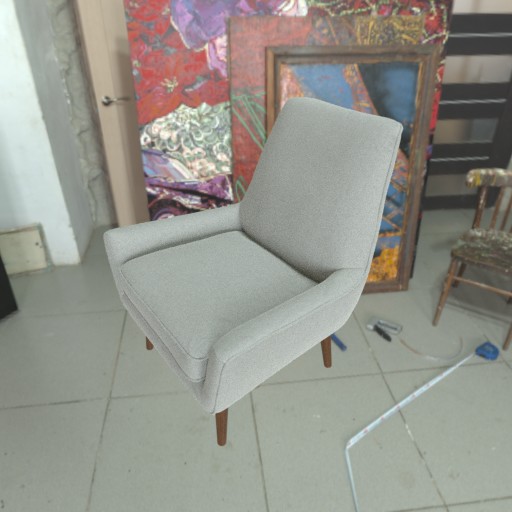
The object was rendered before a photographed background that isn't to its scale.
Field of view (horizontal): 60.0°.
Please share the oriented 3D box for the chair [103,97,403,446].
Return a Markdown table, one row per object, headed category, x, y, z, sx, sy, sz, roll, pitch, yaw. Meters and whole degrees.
| category | x | y | z | sx | sy | sz | roll | pitch | yaw |
| --- | --- | --- | --- | --- | --- | --- | --- | --- | --- |
| chair | 0.000 | 0.000 | 1.504 | 0.822 | 0.888 | 0.787 | -21 | 38 | -30 |
